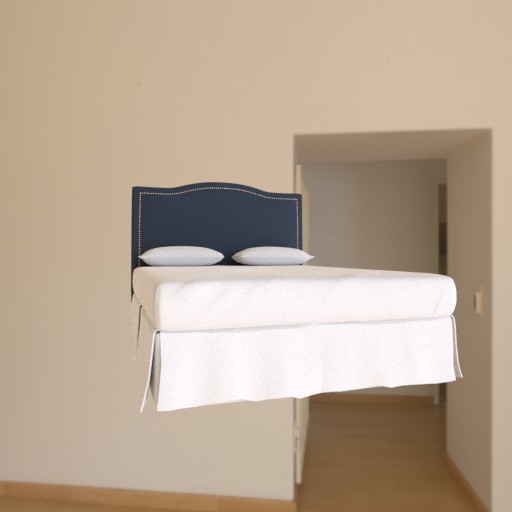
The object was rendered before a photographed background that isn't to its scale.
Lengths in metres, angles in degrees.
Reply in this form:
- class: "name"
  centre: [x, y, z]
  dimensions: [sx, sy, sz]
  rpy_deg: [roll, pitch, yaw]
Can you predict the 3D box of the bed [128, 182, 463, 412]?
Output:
- class: "bed"
  centre: [0.000, 0.000, 3.333]
  dimensions: [1.821, 1.436, 2.282]
  rpy_deg: [0, 0, -18]
